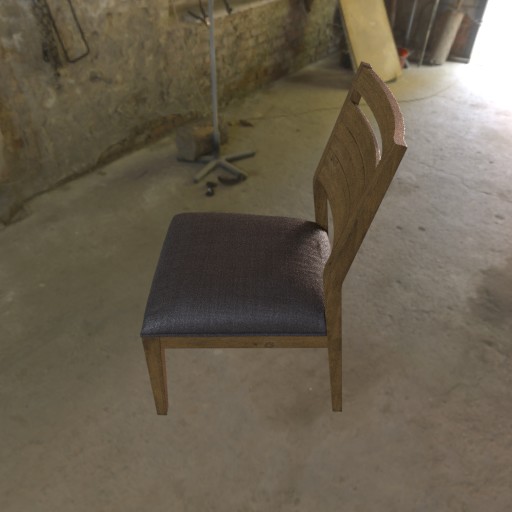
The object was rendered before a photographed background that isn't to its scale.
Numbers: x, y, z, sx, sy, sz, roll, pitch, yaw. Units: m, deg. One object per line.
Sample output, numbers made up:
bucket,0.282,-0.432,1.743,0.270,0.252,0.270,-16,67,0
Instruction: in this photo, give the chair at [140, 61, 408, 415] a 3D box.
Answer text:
chair,0.000,0.000,1.266,0.610,0.939,0.501,1,42,1
